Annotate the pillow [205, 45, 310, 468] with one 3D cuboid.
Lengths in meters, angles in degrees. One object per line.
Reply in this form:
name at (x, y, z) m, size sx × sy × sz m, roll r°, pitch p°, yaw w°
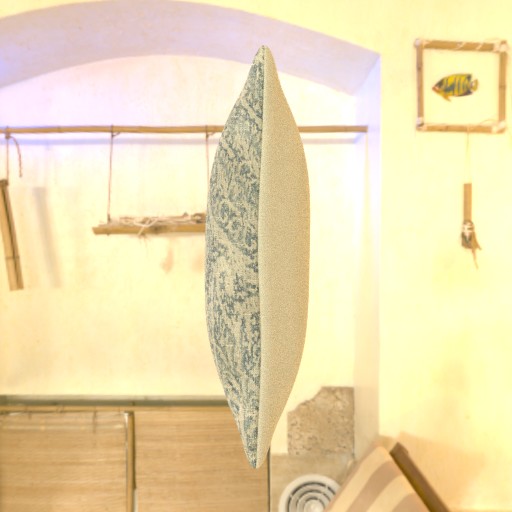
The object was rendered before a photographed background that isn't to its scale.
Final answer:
pillow at (0.000, 0.000, 0.791) m, size 0.166 × 0.510 × 0.523 m, roll 0°, pitch 1°, yaw -1°
